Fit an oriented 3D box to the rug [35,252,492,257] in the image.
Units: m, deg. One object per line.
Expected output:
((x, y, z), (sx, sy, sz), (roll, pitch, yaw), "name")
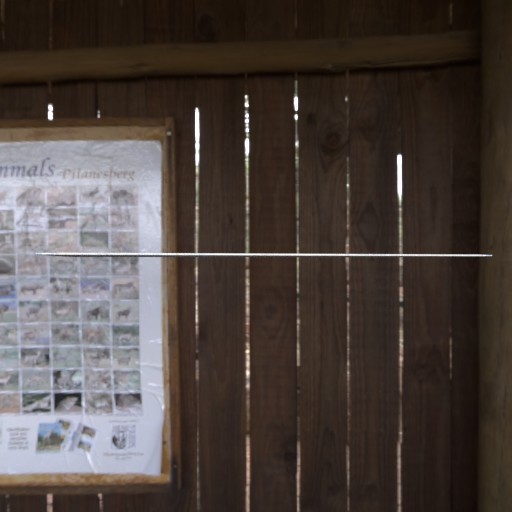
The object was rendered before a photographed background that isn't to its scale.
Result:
((0.000, 0.000, 2.959), (2.438, 0.010, 1.524), (0, -1, -18), "rug")
